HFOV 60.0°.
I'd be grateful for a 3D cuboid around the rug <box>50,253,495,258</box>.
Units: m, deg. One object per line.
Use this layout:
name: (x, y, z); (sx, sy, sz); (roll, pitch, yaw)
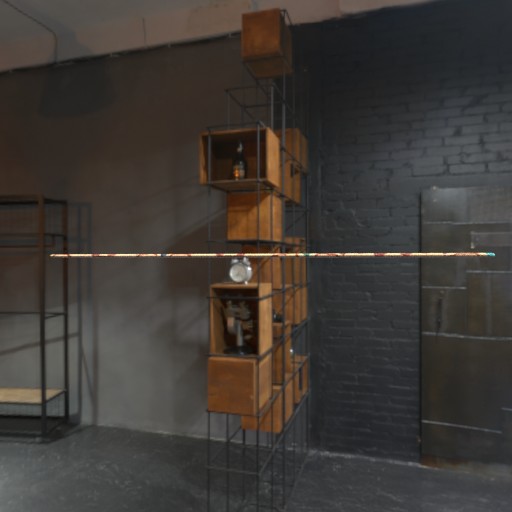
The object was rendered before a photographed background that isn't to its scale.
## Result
rug: (0.000, 0.000, 2.471); (2.273, 0.016, 0.693); (0, 0, 19)
